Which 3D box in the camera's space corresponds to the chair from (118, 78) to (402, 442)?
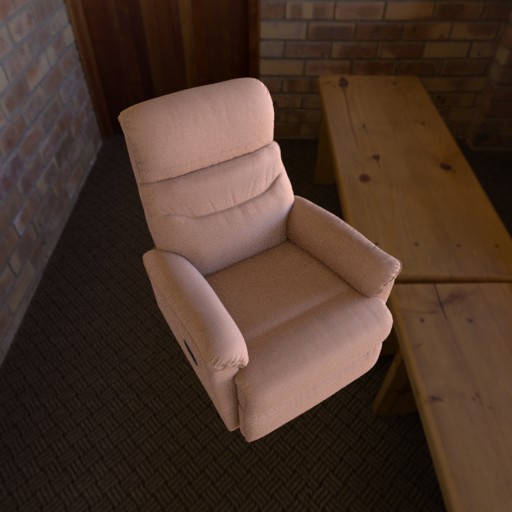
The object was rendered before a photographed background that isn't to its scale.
[{"bbox_3d":[0.000,0.000,1.758,0.820,1.037,1.004,-24,49,-22],"label":"chair"}]
